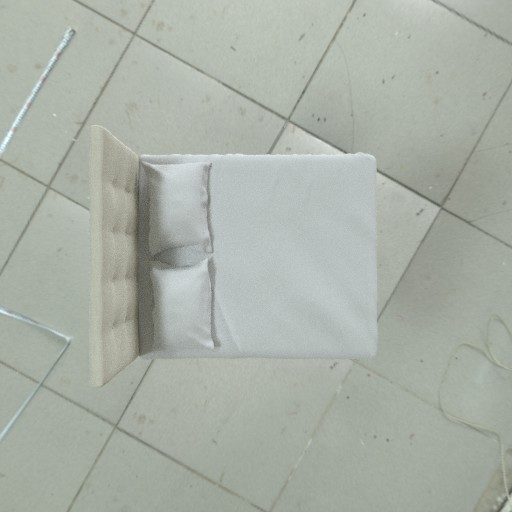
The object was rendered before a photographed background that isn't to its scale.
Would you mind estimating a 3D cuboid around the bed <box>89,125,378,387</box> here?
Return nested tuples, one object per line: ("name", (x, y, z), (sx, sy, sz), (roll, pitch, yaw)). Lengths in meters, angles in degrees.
("bed", (0.000, 0.000, 3.503), (2.222, 1.577, 1.936), (0, 90, 0))
